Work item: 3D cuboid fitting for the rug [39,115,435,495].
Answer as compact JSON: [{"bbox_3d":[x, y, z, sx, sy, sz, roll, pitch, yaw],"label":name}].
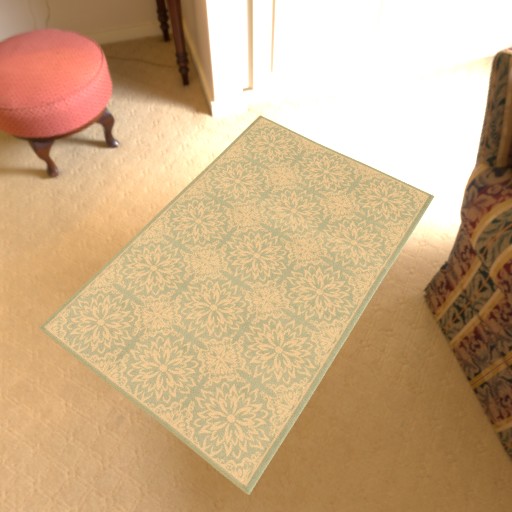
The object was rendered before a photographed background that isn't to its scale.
[{"bbox_3d":[0.000,0.000,3.448,1.819,0.018,2.746,30,62,18],"label":"rug"}]
